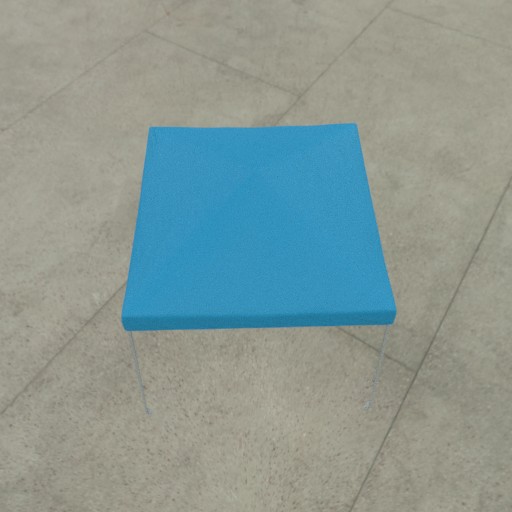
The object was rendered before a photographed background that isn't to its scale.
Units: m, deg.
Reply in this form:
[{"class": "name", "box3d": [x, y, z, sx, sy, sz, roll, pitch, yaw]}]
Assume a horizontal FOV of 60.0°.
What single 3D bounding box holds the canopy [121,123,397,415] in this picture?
[{"class": "canopy", "box3d": [0.000, 0.000, 5.153, 2.849, 2.850, 2.850, -1, 58, -1]}]
